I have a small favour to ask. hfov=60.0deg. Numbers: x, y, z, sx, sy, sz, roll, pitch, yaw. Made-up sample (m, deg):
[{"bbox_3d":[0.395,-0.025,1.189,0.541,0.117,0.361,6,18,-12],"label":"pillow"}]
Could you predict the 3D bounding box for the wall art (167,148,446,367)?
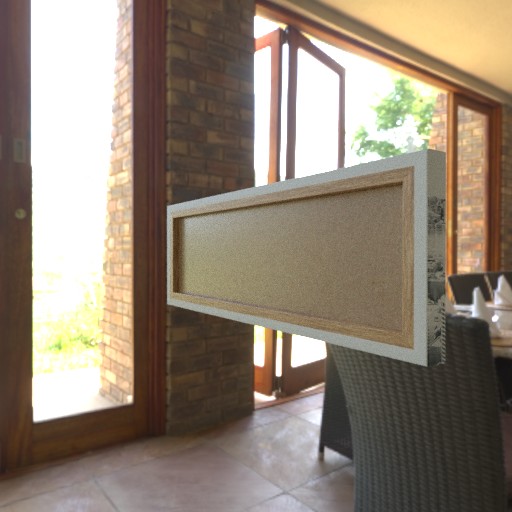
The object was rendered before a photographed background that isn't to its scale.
[{"bbox_3d":[0.000,0.000,0.841,0.038,0.255,0.763,0,0,-34],"label":"wall art"}]
